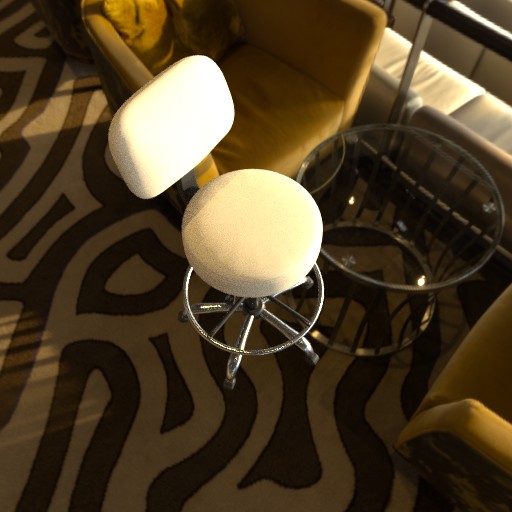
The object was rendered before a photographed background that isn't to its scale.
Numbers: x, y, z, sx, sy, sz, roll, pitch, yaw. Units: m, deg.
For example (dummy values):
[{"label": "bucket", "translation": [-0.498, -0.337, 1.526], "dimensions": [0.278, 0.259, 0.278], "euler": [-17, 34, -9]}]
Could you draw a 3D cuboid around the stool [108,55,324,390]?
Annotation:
[{"label": "stool", "translation": [0.000, 0.000, 1.438], "dimensions": [0.616, 1.080, 0.609], "euler": [33, 64, 18]}]
